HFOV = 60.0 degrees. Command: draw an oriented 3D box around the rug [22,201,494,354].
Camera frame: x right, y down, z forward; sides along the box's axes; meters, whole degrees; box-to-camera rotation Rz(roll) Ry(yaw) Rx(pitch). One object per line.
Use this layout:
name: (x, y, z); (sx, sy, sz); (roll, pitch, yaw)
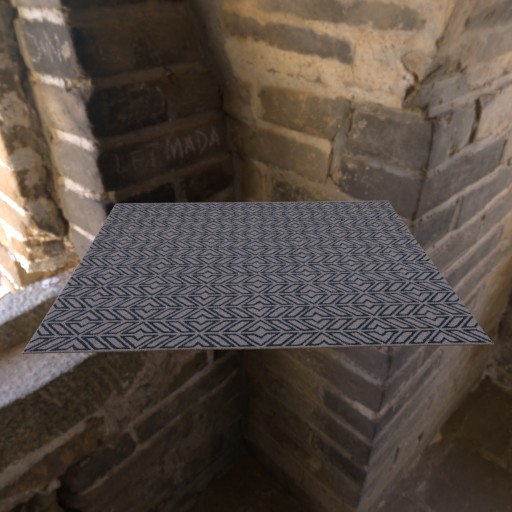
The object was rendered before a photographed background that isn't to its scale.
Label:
rug: (0.000, 0.000, 3.906); (3.045, 0.008, 2.421); (-1, 30, -1)
